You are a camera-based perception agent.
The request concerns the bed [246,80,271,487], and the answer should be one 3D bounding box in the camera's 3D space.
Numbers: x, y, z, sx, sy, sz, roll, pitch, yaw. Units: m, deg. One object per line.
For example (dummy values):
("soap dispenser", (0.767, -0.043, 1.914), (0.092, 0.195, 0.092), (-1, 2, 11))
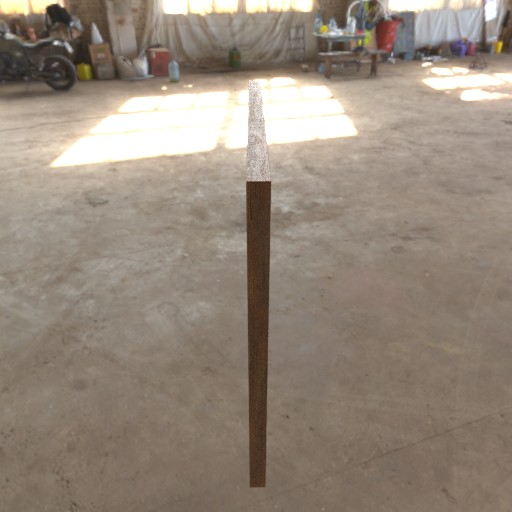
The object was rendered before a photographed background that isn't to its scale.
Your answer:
("bed", (0.000, 0.000, 1.492), (0.046, 0.942, 1.046), (0, 31, 0))
